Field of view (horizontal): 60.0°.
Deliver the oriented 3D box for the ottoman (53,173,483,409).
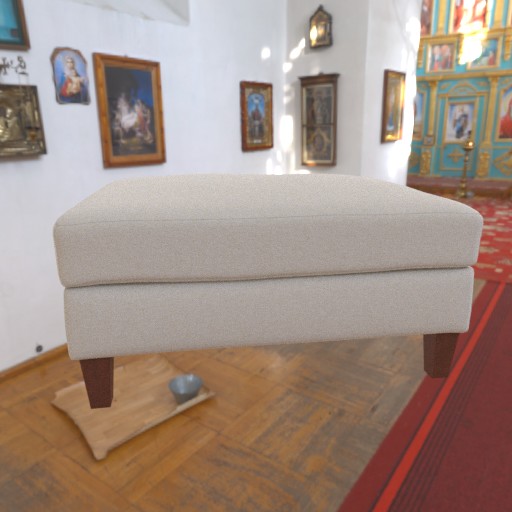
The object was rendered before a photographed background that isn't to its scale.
[{"bbox_3d":[0.000,0.000,1.394,0.976,0.492,0.836,-2,15,-9],"label":"ottoman"}]
